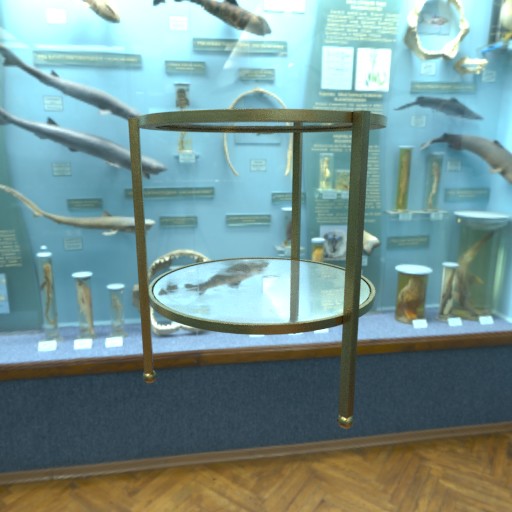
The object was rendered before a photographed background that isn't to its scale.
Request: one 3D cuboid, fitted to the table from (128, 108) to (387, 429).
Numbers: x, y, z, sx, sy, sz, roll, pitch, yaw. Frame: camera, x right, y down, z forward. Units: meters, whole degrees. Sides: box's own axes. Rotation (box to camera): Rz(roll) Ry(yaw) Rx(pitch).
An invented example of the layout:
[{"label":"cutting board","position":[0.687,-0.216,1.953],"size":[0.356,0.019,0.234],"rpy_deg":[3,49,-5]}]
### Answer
[{"label":"table","position":[0.000,0.000,0.457],"size":[0.243,0.269,0.231],"rpy_deg":[-2,14,-8]}]
